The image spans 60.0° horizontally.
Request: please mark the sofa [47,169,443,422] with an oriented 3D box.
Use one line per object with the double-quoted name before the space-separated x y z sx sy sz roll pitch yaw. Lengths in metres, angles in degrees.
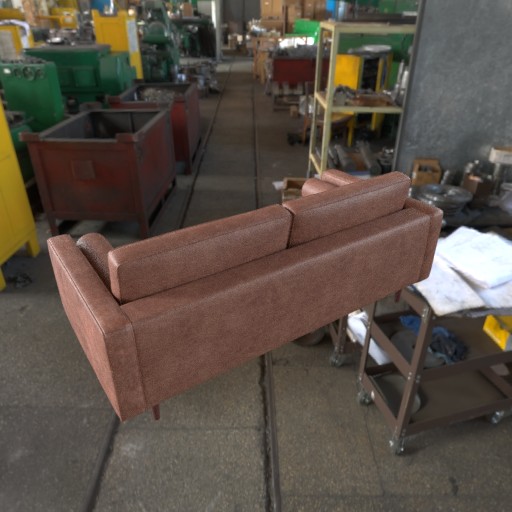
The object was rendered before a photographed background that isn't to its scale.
"sofa" 0.000 0.000 2.347 1.870 0.760 0.910 -19 34 -29
